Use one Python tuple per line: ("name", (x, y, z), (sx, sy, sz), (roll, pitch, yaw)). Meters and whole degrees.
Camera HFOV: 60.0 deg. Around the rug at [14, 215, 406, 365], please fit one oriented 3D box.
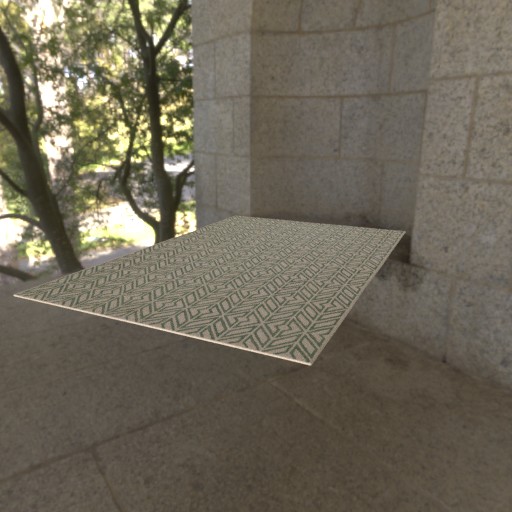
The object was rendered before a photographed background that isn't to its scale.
("rug", (0.000, 0.000, 2.264), (1.220, 0.007, 1.828), (8, 18, 25))
